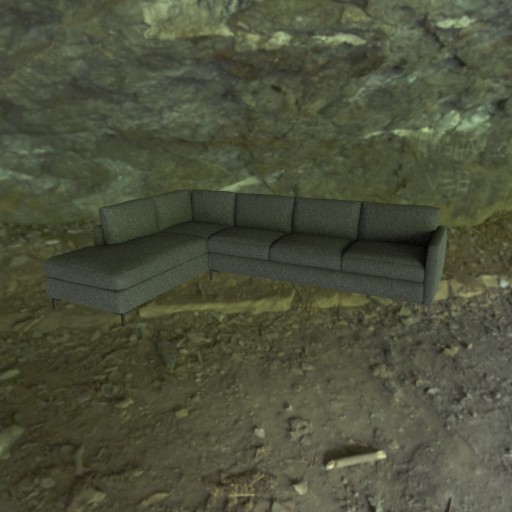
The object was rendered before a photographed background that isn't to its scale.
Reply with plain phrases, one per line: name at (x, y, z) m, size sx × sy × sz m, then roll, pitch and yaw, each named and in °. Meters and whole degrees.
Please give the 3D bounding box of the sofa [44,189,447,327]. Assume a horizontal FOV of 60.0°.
sofa at (0.000, 0.000, 3.850) m, size 2.949 × 0.815 × 2.007 m, roll 8°, pitch 18°, yaw 25°
